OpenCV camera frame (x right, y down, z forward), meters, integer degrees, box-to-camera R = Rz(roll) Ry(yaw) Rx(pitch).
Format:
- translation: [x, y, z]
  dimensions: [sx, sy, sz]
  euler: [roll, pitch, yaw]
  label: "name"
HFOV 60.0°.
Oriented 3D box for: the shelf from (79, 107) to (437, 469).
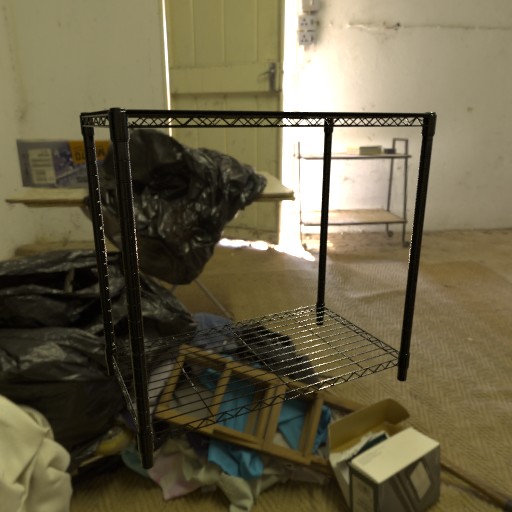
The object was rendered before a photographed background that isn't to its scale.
- translation: [0.000, 0.000, 0.912]
  dimensions: [0.589, 0.564, 0.338]
  euler: [-8, 19, -26]
  label: "shelf"
